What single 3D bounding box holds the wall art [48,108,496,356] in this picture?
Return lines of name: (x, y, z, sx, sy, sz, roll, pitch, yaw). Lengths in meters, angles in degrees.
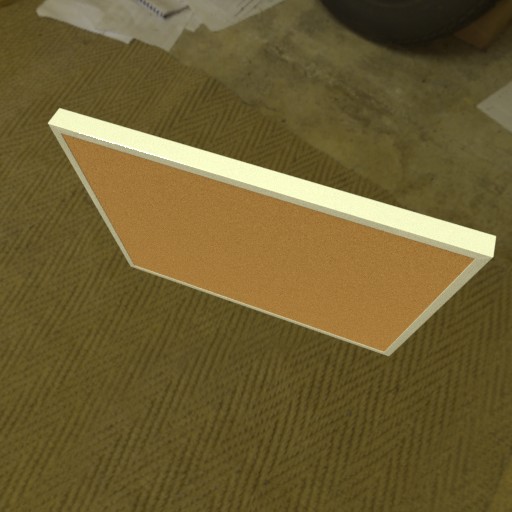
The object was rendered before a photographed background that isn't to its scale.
wall art: (0.000, 0.000, 1.339, 1.041, 0.787, 0.053, 18, 64, 9)
